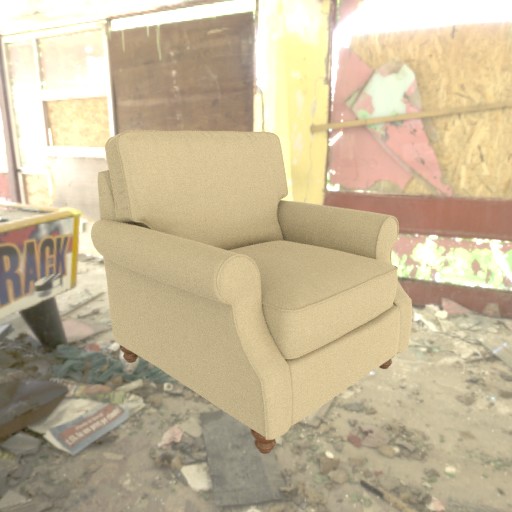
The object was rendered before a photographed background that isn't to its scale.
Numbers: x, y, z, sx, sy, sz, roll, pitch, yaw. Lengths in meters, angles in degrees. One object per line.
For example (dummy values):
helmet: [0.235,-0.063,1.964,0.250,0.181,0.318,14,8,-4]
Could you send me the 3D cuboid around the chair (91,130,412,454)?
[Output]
chair: [0.000,0.000,1.771,0.966,0.967,1.029,15,21,43]
